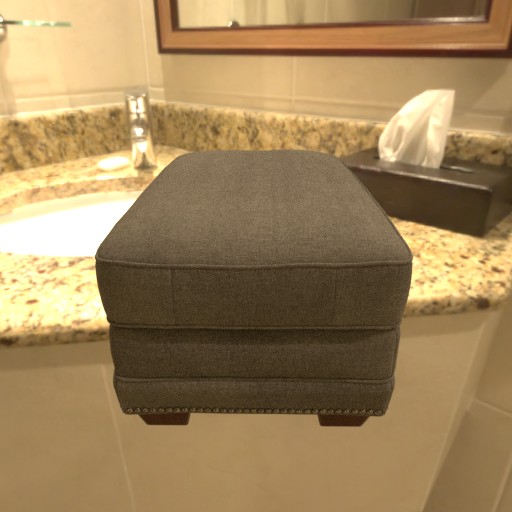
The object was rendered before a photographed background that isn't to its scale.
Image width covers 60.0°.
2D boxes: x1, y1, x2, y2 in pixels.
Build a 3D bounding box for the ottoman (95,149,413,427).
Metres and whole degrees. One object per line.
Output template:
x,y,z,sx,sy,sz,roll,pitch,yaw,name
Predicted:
0.000,0.000,1.152,0.561,0.457,0.813,0,26,1,ottoman
